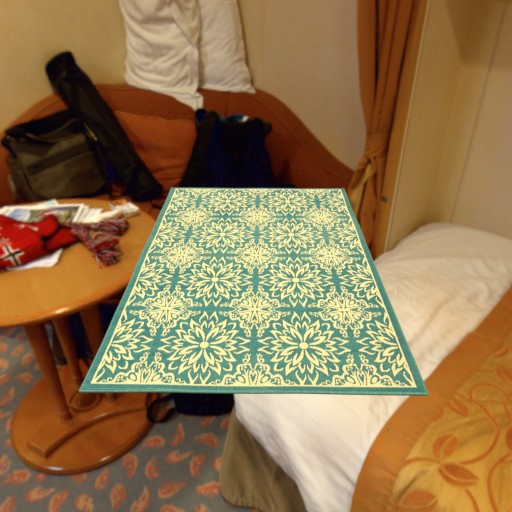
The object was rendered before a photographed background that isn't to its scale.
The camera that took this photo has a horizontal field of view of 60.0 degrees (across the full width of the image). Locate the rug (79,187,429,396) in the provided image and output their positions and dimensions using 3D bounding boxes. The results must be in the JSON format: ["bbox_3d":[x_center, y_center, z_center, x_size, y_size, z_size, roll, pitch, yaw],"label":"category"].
[{"bbox_3d":[0.000,0.000,3.497,1.830,0.018,2.769,0,31,1],"label":"rug"}]
